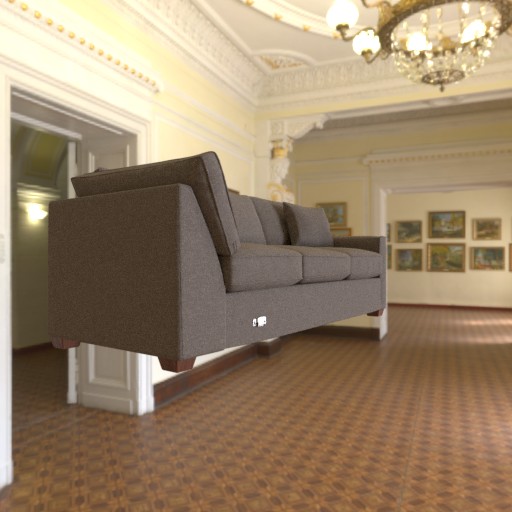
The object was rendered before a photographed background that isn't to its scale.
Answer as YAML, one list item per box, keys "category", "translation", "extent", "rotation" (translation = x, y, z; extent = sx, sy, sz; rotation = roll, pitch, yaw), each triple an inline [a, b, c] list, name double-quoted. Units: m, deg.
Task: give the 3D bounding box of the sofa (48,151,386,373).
- category: "sofa"
  translation: [0.000, 0.000, 2.950]
  extent: [1.061, 0.962, 2.317]
  rotation: [0, 0, 36]
